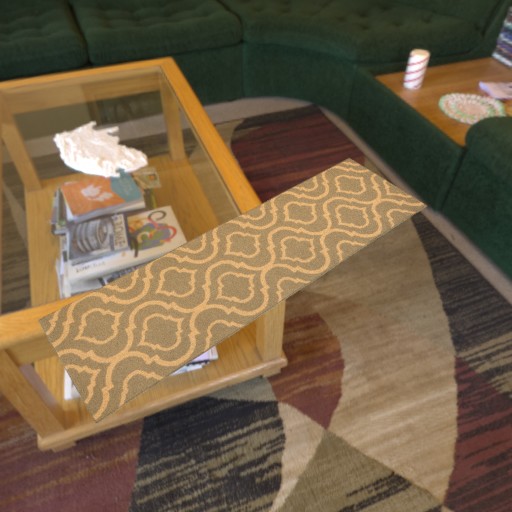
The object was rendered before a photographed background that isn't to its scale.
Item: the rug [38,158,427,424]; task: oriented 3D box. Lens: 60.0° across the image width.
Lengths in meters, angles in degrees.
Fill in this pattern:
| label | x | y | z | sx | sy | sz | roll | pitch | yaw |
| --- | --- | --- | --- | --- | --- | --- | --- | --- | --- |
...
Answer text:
| label | x | y | z | sx | sy | sz | roll | pitch | yaw |
| --- | --- | --- | --- | --- | --- | --- | --- | --- | --- |
| rug | 0.000 | 0.000 | 2.542 | 2.275 | 0.009 | 0.684 | -30 | 54 | -25 |
